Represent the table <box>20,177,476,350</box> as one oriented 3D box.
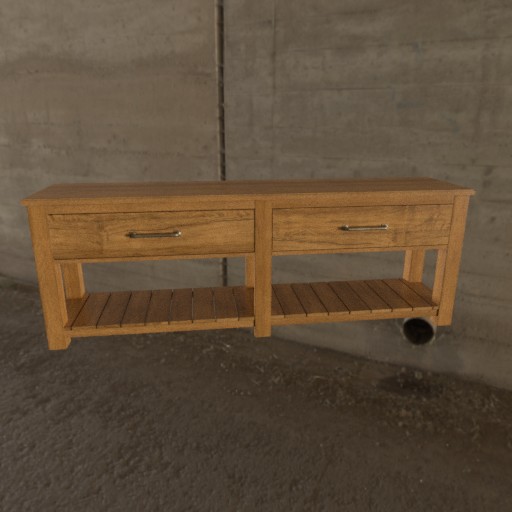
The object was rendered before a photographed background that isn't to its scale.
[{"bbox_3d":[0.000,0.000,2.035,1.815,0.635,0.425,-2,18,-7],"label":"table"}]
